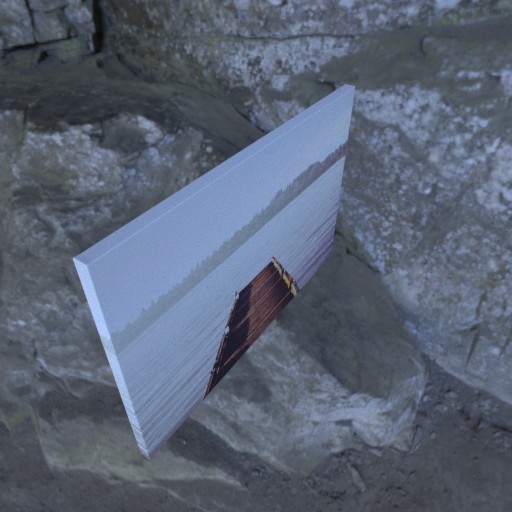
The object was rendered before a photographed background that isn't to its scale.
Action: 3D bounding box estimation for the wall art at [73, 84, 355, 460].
[{"bbox_3d":[0.000,0.000,1.429,0.040,0.765,1.149,24,46,26],"label":"wall art"}]
